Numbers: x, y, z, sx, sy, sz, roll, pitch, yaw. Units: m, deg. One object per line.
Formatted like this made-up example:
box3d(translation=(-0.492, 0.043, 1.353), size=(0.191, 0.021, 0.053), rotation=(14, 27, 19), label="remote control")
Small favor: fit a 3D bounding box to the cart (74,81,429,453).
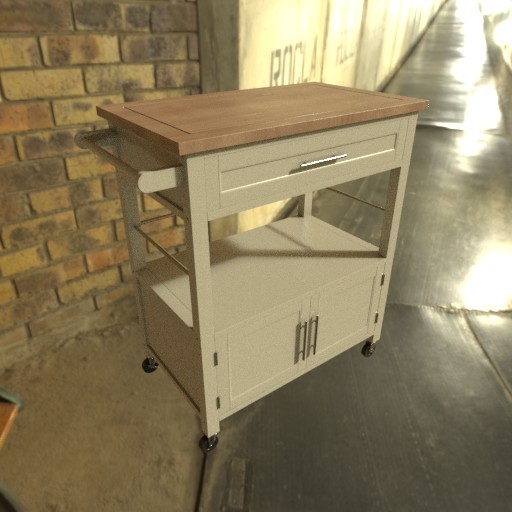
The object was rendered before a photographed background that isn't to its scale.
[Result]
box3d(translation=(0.000, 0.000, 1.372), size=(0.840, 0.901, 0.459), rotation=(-19, 34, -31), label="cart")
